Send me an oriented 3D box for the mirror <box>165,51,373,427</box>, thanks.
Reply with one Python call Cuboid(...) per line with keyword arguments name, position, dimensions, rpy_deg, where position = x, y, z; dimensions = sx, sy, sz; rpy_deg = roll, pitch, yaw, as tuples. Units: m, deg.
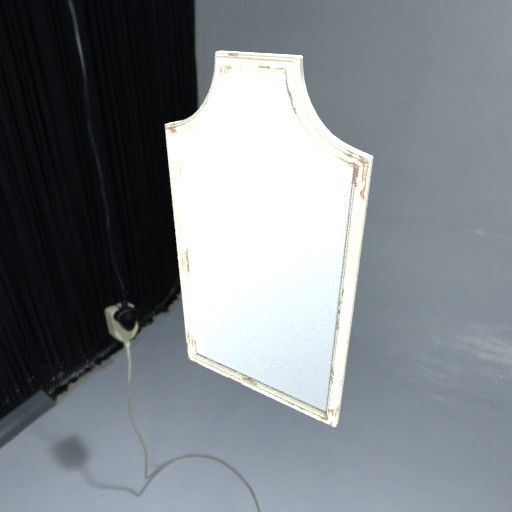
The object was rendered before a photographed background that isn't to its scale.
Cuboid(name="mirror", position=(0.000, 0.000, 0.861), dimensions=(0.403, 0.717, 0.022), rpy_deg=(17, 34, 27))
